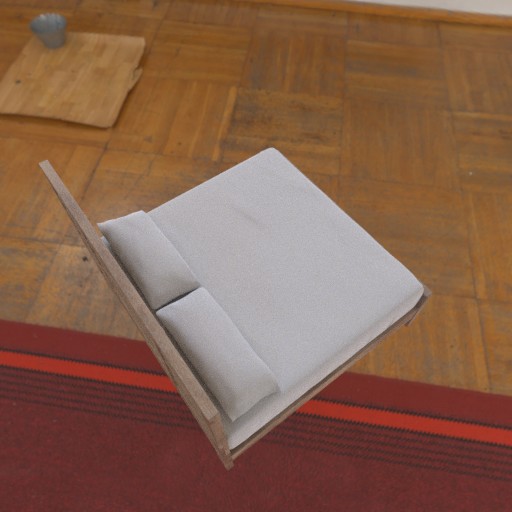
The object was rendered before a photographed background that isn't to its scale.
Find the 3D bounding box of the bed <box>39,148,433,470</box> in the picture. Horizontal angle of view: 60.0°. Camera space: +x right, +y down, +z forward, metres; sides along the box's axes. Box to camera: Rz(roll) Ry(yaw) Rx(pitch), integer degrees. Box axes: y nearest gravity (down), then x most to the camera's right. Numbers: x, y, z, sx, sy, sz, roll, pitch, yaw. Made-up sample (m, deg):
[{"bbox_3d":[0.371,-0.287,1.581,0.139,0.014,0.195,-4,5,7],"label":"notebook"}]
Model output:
[{"bbox_3d":[0.000,0.000,3.482,2.062,1.626,2.032,-32,63,-19],"label":"bed"}]
